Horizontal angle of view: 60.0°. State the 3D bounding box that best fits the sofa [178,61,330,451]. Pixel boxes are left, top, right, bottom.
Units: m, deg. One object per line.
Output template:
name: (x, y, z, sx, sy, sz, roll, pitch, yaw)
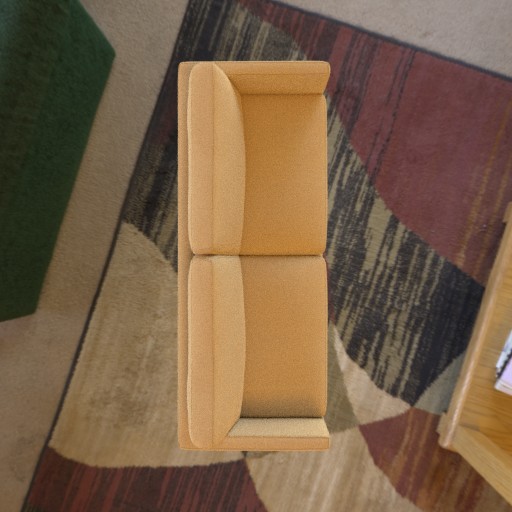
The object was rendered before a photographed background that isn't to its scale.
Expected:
sofa: (0.000, 0.000, 2.934, 0.951, 0.968, 2.361, 0, 90, 1)
